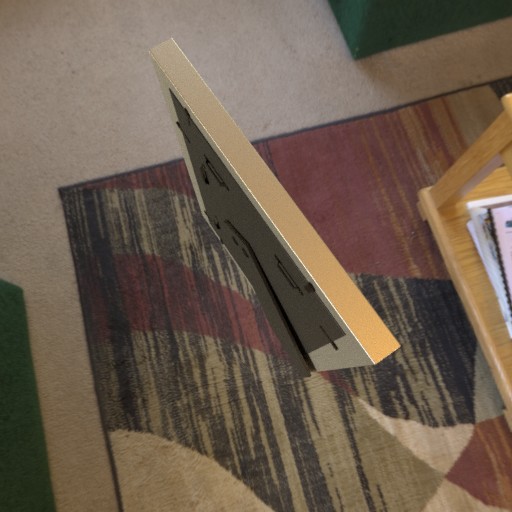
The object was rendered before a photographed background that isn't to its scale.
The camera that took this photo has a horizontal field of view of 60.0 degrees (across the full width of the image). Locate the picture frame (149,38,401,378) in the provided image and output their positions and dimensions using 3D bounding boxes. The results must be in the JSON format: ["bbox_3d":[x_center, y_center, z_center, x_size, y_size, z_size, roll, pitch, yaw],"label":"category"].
[{"bbox_3d":[0.000,0.000,0.522,0.036,0.386,0.307,-33,77,-9],"label":"picture frame"}]
